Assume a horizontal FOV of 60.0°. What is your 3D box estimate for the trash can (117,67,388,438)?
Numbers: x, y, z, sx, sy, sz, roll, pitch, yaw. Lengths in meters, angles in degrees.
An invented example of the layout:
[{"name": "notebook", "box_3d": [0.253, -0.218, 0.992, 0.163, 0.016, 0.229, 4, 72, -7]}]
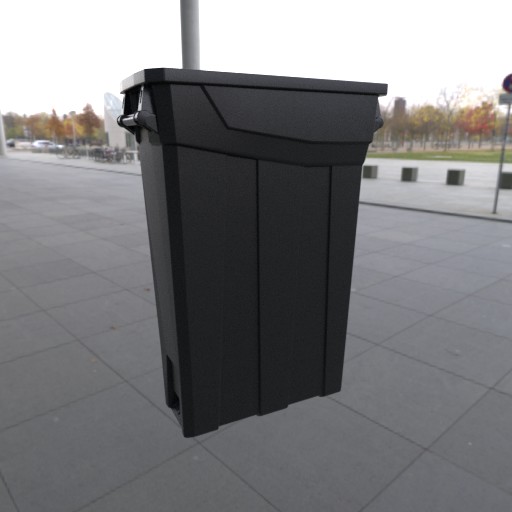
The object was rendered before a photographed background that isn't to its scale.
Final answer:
[{"name": "trash can", "box_3d": [0.000, 0.000, 1.048, 0.559, 0.762, 0.281, -7, 17, -26]}]
